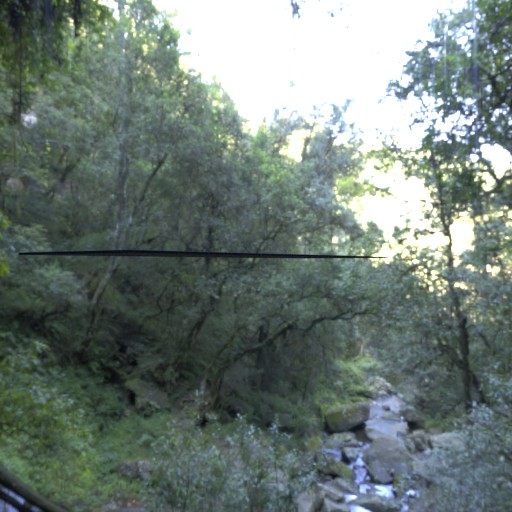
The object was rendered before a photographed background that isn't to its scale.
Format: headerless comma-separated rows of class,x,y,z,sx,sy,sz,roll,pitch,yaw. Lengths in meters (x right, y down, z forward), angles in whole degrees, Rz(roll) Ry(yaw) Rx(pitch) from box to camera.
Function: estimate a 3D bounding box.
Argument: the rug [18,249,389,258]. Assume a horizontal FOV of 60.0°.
rug,0.000,0.000,2.669,0.769,0.012,2.448,-1,-1,36
